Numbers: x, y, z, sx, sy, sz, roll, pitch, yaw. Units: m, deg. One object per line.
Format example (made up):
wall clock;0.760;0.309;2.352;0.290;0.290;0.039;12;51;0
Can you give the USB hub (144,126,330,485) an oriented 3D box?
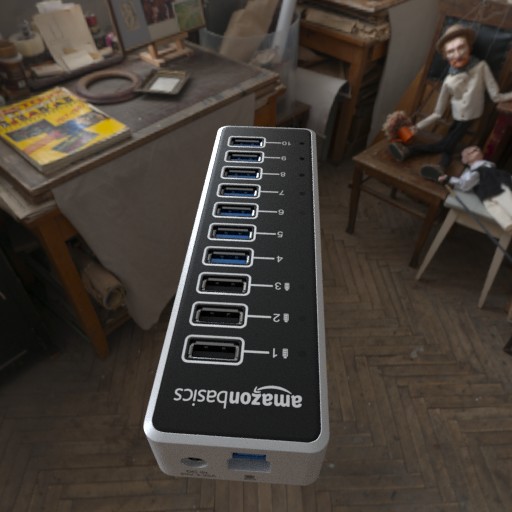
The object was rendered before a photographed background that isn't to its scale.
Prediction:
USB hub;0.000;0.000;0.160;0.044;0.023;0.145;3;46;3
